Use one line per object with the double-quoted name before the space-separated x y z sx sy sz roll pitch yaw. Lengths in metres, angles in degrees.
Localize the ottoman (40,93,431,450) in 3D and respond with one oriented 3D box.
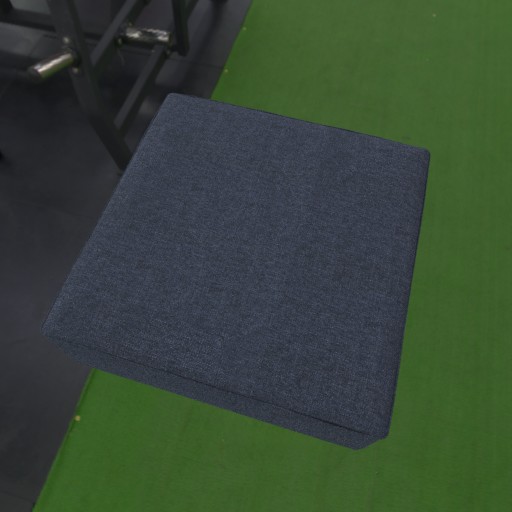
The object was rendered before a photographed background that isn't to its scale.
"ottoman" 0.000 0.000 1.559 1.017 0.423 1.023 15 64 8
